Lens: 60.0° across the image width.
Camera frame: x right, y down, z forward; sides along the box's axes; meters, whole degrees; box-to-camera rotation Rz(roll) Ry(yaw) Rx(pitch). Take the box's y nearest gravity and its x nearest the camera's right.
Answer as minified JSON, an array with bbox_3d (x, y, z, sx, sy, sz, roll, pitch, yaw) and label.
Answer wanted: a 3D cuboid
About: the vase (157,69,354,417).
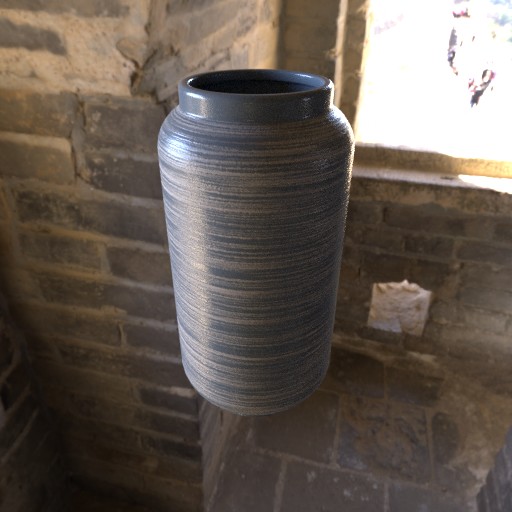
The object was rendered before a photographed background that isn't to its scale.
[{"bbox_3d":[0.000,0.000,0.307,0.116,0.230,0.116,0,31,0],"label":"vase"}]
